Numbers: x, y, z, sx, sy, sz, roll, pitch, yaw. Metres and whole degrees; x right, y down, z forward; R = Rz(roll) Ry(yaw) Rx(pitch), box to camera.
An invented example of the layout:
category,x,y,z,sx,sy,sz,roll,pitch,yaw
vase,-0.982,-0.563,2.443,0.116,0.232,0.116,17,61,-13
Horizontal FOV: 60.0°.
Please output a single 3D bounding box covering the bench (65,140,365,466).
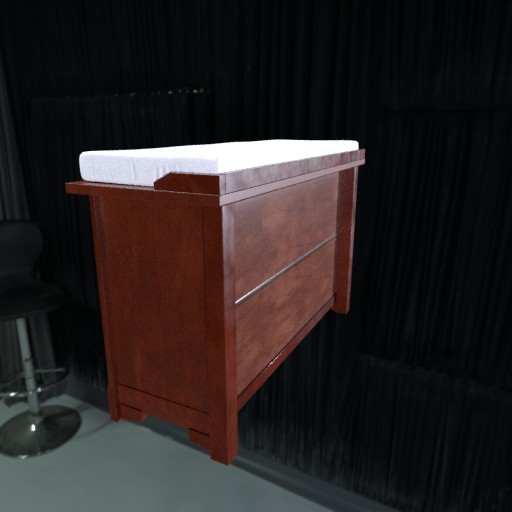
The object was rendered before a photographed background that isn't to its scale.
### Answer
category,x,y,z,sx,sy,sz,roll,pitch,yaw
bench,0.000,0.000,1.319,0.369,0.646,0.987,8,18,26
